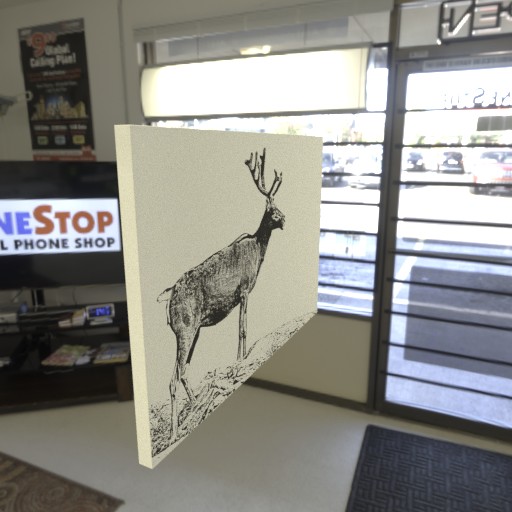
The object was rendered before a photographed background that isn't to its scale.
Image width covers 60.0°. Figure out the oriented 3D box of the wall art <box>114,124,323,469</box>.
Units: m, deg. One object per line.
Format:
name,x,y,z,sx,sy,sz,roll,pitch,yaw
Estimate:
wall art,0.000,0.000,1.151,0.033,0.617,0.906,7,16,26
